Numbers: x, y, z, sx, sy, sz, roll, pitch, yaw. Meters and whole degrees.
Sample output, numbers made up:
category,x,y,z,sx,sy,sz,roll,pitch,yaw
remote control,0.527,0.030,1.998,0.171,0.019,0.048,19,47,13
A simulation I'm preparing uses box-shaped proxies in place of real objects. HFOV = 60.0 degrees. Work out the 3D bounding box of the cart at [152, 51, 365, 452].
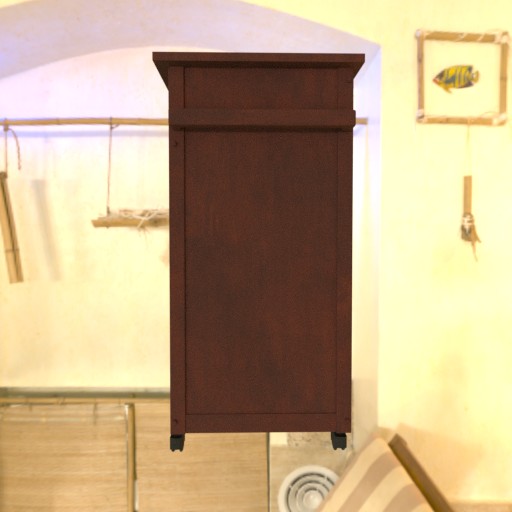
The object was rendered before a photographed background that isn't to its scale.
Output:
category,x,y,z,sx,sy,sz,roll,pitch,yaw
cart,0.000,0.000,1.255,0.442,0.864,0.683,0,2,-1
